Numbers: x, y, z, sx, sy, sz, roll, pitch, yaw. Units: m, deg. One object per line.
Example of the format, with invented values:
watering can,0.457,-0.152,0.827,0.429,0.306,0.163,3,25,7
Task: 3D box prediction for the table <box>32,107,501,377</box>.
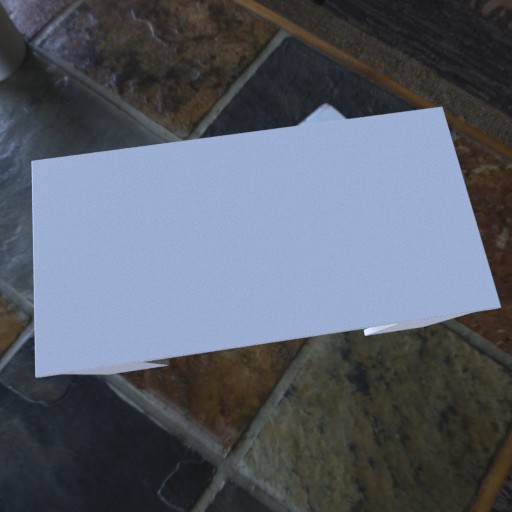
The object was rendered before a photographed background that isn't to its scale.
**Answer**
table,0.000,0.000,1.216,1.000,0.440,0.500,-8,75,-2
